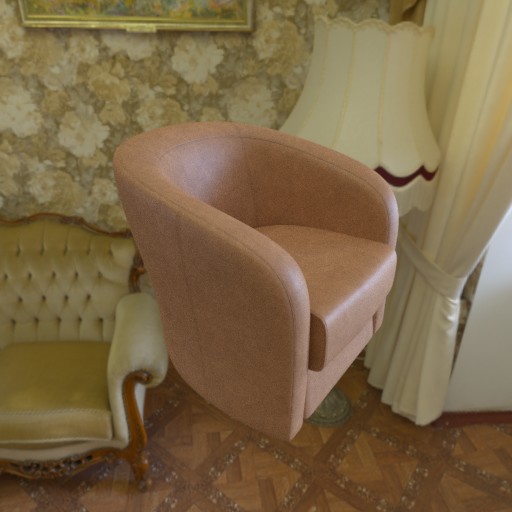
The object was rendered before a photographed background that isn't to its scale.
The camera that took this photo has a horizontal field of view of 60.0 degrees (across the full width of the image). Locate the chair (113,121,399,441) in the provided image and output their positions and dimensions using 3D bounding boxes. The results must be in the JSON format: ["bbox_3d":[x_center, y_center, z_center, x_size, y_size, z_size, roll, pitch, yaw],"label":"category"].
[{"bbox_3d":[0.000,0.000,1.486,0.815,0.771,0.791,18,32,31],"label":"chair"}]
